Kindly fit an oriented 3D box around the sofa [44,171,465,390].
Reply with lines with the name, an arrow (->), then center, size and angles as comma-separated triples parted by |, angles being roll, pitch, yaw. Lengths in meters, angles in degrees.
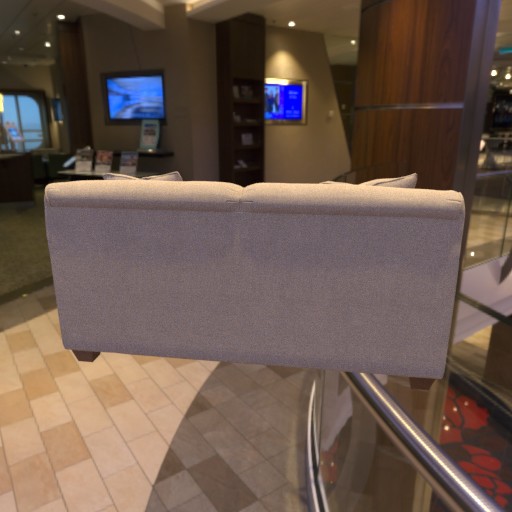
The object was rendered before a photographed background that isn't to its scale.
sofa -> 0.000, 0.000, 2.446 | 1.846, 0.958, 0.998 | 3, 17, 8
